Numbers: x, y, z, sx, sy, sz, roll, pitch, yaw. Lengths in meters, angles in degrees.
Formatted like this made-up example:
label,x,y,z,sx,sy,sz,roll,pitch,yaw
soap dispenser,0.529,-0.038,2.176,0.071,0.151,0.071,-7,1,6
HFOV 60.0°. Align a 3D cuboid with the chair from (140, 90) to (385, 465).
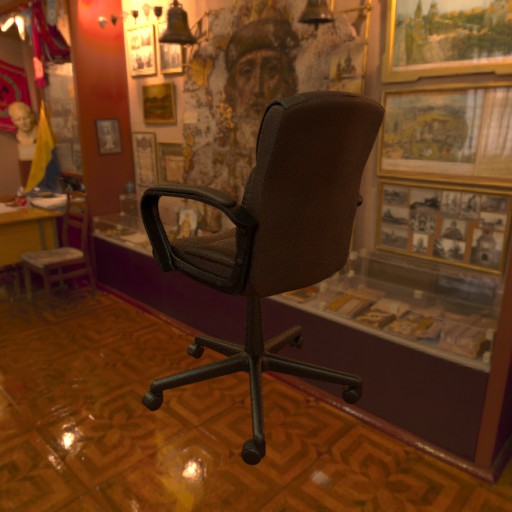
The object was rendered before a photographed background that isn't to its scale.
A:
label,x,y,z,sx,sy,sz,roll,pitch,yaw
chair,0.000,0.000,1.484,0.739,1.004,0.717,-15,22,-42
